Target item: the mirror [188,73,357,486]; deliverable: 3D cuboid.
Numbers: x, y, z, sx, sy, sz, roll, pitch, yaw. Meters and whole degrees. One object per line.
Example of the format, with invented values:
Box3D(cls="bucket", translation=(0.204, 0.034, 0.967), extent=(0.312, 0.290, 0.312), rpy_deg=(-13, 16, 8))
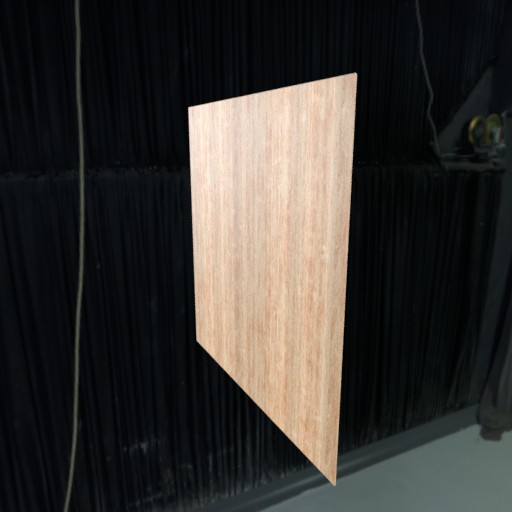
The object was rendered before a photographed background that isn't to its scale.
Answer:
Box3D(cls="mirror", translation=(0.000, 0.000, 0.955), extent=(0.047, 0.651, 0.651), rpy_deg=(-7, 16, -27))
